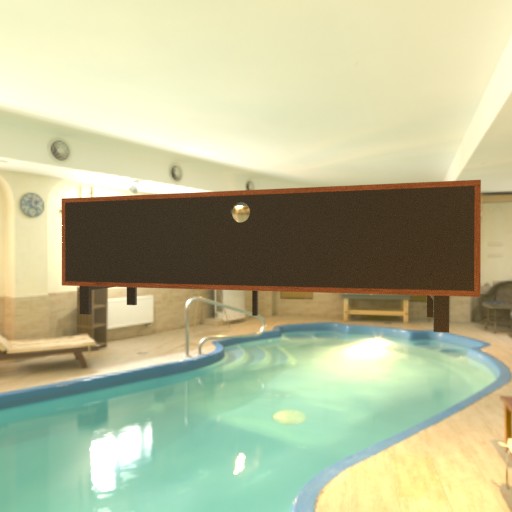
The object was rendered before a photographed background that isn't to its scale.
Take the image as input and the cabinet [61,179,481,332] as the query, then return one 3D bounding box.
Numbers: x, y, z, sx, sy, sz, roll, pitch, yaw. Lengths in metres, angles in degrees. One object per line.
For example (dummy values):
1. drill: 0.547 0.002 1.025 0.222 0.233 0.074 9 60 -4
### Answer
1. cabinet: 0.000 0.000 1.873 1.650 0.500 0.400 0 0 18
